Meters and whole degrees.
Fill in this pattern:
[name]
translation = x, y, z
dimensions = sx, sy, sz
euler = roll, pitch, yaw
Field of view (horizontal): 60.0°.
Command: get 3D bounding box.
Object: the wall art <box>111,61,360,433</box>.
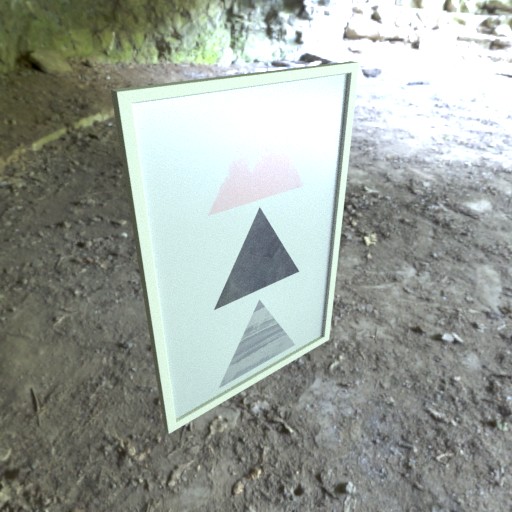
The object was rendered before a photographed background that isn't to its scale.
[wall art]
translation = 0.000, 0.000, 0.562
dimensions = 0.303, 0.433, 0.013
euler = -22, 37, -32
